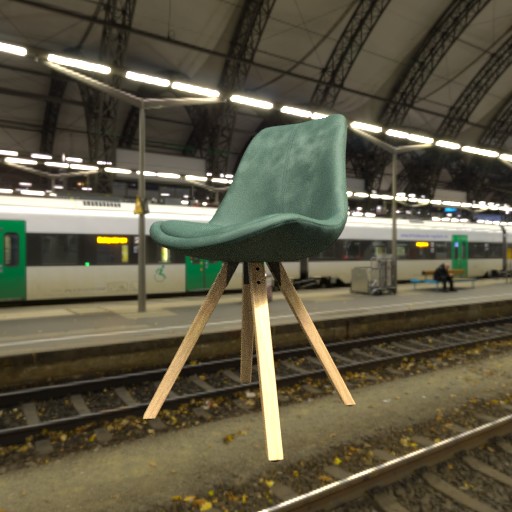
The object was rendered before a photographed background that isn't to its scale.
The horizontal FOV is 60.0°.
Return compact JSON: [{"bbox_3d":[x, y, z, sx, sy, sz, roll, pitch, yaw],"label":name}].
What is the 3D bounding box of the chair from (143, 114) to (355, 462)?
[{"bbox_3d":[0.000,0.000,1.230,0.483,0.865,0.547,0,1,36],"label":"chair"}]
